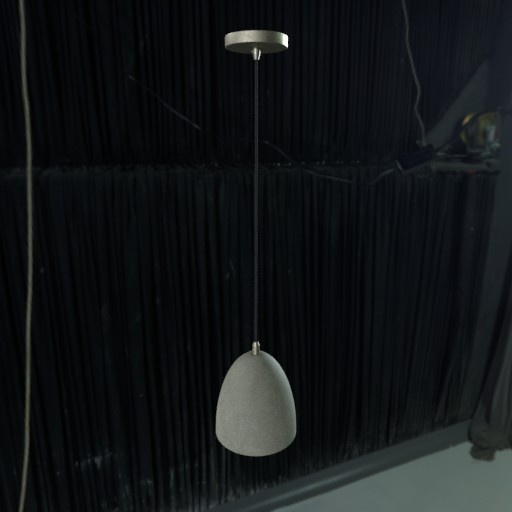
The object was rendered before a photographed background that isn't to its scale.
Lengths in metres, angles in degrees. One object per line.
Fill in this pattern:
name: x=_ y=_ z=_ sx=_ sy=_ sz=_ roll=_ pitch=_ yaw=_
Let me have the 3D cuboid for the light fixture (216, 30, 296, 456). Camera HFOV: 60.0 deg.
light fixture: x=0.000 y=0.000 z=0.843 sx=0.170 sy=0.759 sz=0.170 roll=-8 pitch=17 yaw=-26
